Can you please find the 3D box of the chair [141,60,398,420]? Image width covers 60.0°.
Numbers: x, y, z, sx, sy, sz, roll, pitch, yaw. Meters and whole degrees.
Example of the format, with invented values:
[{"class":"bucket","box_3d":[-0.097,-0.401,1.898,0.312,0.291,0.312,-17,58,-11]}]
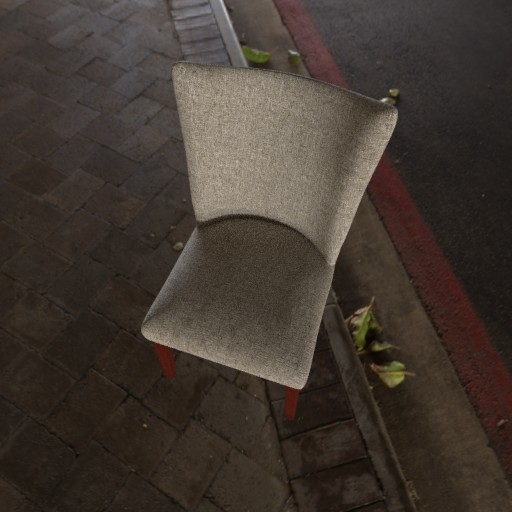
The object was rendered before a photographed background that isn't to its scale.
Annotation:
[{"class":"chair","box_3d":[0.000,0.000,1.299,0.535,0.924,0.623,16,59,10]}]
